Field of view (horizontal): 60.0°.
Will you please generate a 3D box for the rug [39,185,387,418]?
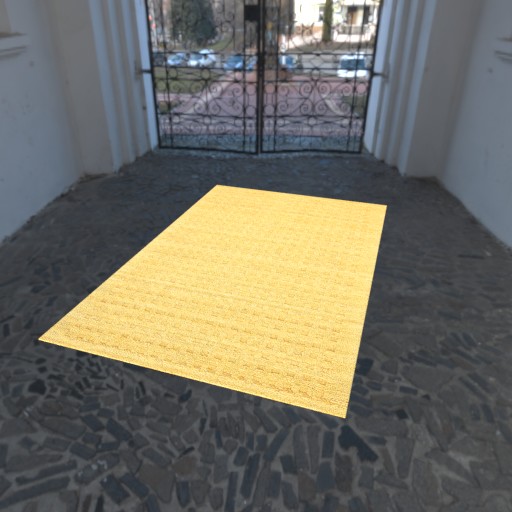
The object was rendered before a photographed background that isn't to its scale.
[{"bbox_3d":[0.000,0.000,2.944,1.524,0.006,2.286,9,31,16],"label":"rug"}]
